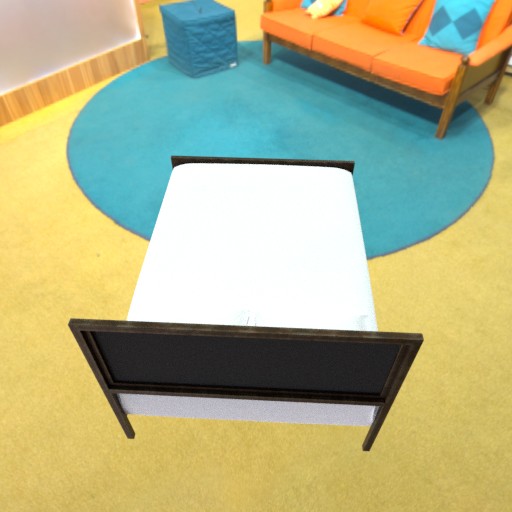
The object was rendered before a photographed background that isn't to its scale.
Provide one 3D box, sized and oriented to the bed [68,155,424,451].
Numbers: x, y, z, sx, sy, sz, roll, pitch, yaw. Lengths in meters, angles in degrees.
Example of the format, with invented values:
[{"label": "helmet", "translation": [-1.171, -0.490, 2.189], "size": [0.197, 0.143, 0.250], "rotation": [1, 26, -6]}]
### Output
[{"label": "bed", "translation": [0.000, 0.000, 3.235], "size": [1.607, 1.313, 2.221], "rotation": [2, 46, 2]}]
